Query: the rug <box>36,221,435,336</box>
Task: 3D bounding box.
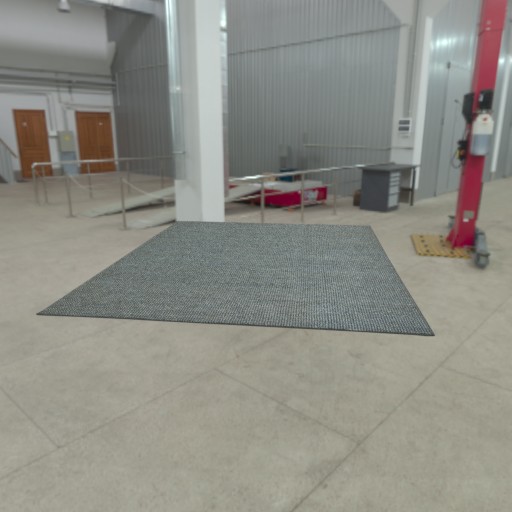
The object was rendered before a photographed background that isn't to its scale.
[{"bbox_3d":[0.000,0.000,4.143,2.456,0.021,3.068,2,16,7],"label":"rug"}]
